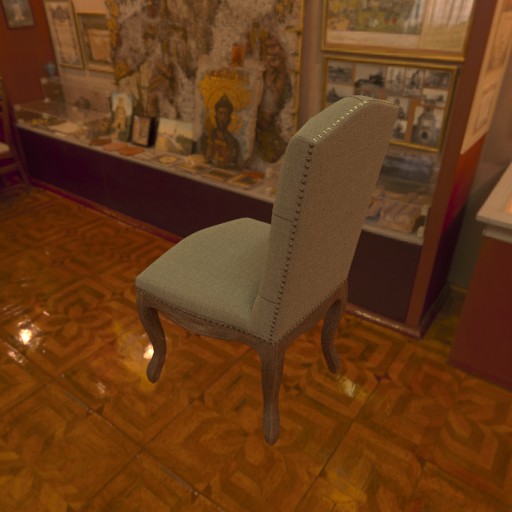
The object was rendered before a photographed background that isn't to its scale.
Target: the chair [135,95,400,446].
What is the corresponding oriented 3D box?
[{"bbox_3d":[0.000,0.000,1.612,0.731,1.191,0.637,22,37,32],"label":"chair"}]
